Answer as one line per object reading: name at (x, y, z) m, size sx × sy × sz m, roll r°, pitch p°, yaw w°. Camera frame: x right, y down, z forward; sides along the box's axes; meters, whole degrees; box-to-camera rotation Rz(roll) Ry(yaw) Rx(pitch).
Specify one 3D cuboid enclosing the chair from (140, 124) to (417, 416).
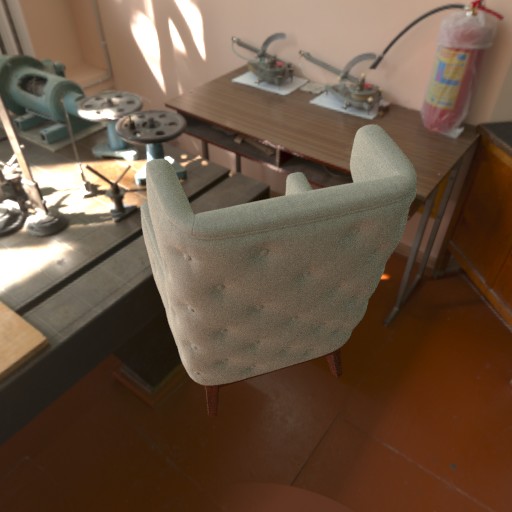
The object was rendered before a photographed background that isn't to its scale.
chair at (0.000, 0.000, 1.697) m, size 0.778 × 1.079 × 0.899 m, roll -13°, pitch 43°, yaw -14°
